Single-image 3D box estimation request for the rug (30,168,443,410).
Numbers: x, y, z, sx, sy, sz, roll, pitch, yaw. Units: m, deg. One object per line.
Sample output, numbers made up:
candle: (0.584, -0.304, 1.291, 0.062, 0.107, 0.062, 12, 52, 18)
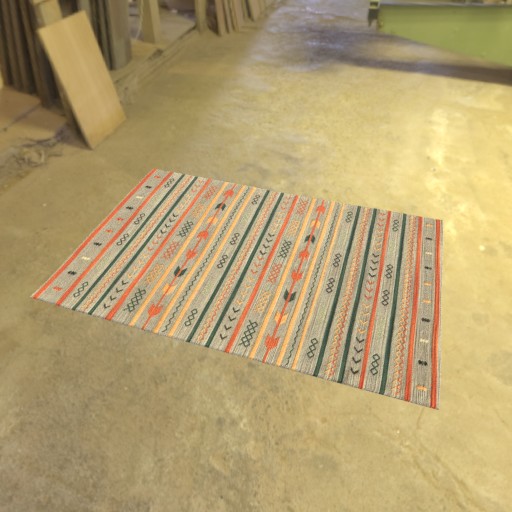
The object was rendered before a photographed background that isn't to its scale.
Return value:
rug: (0.000, 0.000, 2.290, 1.835, 0.017, 1.220, 12, 44, 13)
